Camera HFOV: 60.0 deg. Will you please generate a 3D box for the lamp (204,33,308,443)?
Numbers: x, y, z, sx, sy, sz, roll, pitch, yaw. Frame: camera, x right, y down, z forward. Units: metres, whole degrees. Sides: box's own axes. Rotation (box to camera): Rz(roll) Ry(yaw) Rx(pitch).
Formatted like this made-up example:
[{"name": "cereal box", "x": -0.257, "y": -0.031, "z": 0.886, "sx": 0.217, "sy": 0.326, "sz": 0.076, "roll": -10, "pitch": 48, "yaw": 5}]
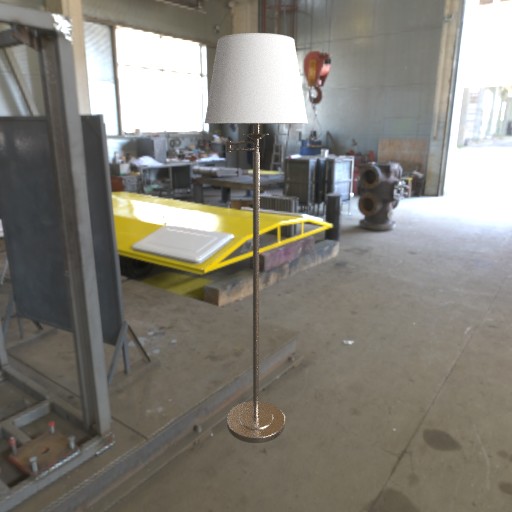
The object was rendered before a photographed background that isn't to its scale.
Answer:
[{"name": "lamp", "x": 0.000, "y": 0.000, "z": 1.664, "sx": 0.355, "sy": 1.473, "sz": 0.355, "roll": 0, "pitch": 16, "yaw": 0}]
